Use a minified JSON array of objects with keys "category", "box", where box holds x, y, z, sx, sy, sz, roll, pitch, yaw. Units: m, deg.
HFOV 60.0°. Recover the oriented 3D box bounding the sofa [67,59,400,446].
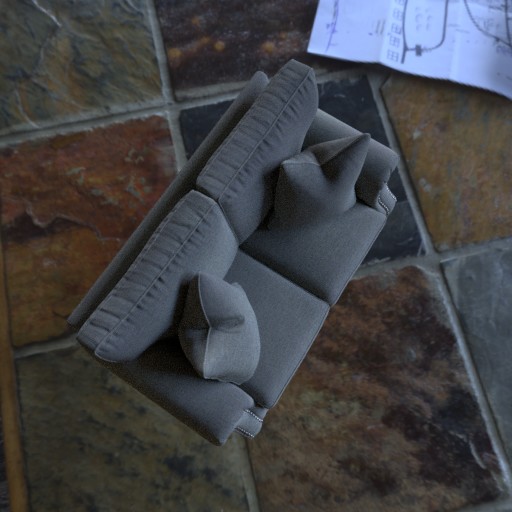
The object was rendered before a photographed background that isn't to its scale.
[{"category":"sofa","box":[0.000,0.000,2.282,0.966,0.966,1.701,32,76,9]}]
